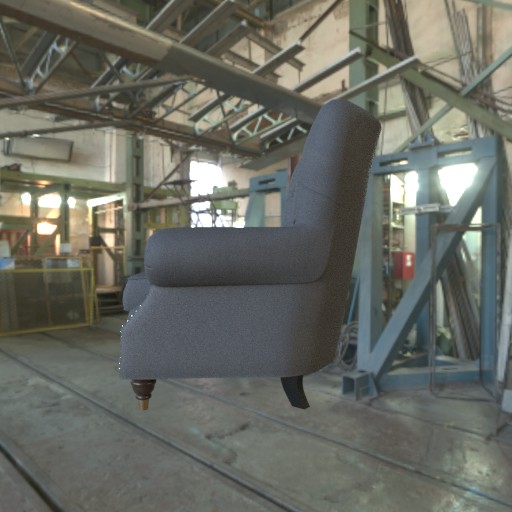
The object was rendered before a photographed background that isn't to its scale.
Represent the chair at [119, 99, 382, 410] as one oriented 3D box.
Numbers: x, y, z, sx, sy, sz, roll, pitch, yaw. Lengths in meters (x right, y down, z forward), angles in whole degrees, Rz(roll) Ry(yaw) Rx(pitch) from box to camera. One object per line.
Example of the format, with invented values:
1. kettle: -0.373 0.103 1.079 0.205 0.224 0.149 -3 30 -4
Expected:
1. chair: 0.000 0.000 1.829 0.983 1.046 0.983 0 0 1
